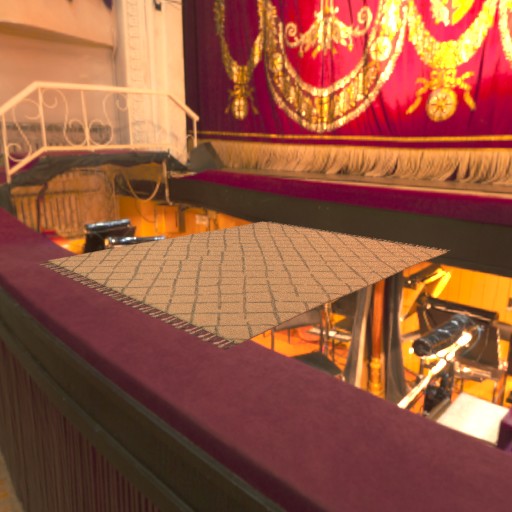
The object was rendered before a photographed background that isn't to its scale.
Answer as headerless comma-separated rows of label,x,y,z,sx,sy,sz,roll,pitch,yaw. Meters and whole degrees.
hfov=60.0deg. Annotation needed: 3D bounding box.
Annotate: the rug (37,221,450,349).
rug,0.000,0.000,4.881,2.892,0.036,3.585,13,19,42
